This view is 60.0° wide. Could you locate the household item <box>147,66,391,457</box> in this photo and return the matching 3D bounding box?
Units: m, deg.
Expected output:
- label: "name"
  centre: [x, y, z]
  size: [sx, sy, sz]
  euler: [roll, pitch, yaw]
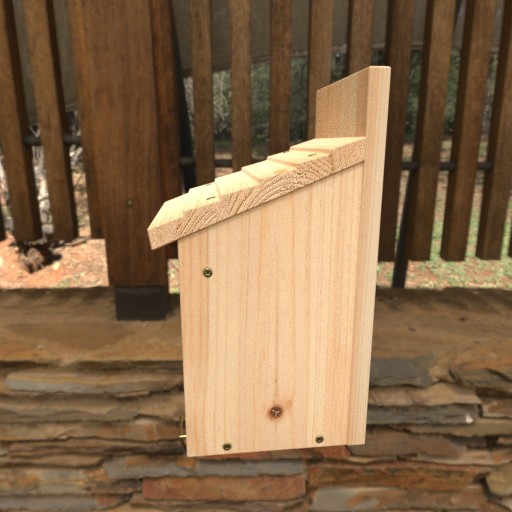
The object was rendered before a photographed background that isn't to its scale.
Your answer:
- label: "household item"
  centre: [0.000, 0.000, 0.401]
  size: [0.171, 0.300, 0.149]
  euler: [-2, 14, -6]
